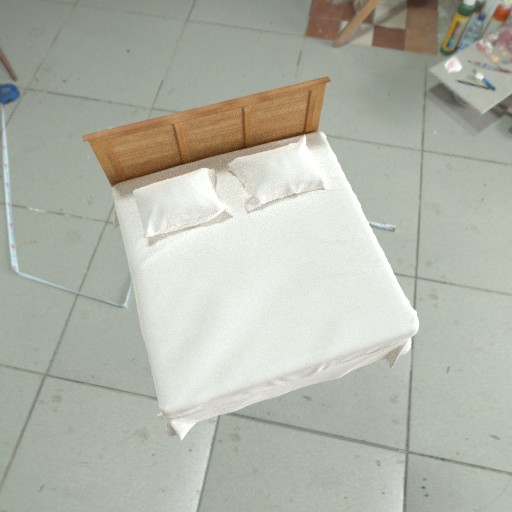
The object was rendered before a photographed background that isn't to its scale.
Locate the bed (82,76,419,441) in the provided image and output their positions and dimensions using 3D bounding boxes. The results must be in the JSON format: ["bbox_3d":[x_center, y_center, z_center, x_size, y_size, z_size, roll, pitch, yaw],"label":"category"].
[{"bbox_3d":[0.000,0.000,3.613,2.317,1.270,2.215,-16,65,-8],"label":"bed"}]
